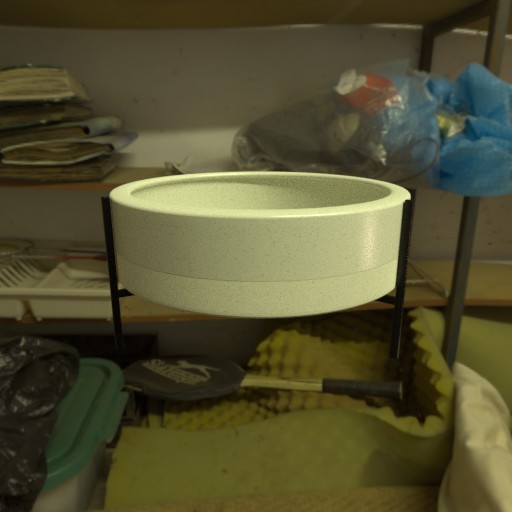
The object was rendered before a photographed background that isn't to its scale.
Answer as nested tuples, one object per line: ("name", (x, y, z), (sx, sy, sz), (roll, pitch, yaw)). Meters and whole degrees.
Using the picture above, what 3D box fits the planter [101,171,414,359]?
("planter", (0.000, 0.000, 0.539), (0.345, 0.171, 0.336), (-8, 18, -25))
